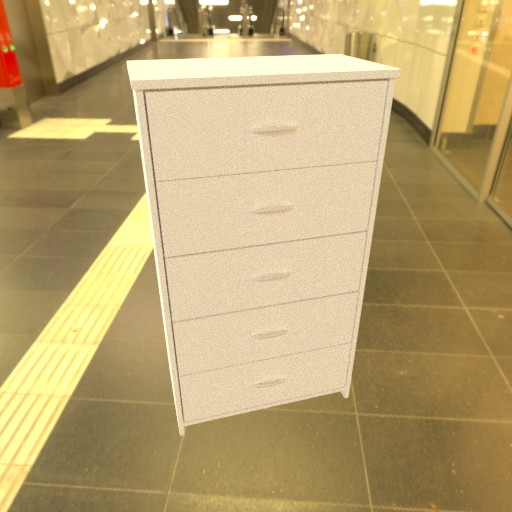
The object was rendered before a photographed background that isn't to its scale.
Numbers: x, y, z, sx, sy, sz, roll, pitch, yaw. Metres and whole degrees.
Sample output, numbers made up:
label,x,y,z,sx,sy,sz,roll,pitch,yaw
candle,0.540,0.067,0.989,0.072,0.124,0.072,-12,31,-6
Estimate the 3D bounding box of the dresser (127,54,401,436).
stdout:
label,x,y,z,sx,sy,sz,roll,pitch,yaw
dresser,0.000,0.000,1.574,0.704,1.255,0.399,-8,31,-13
